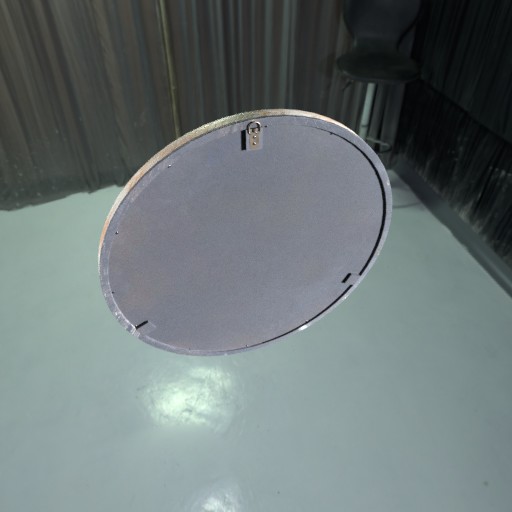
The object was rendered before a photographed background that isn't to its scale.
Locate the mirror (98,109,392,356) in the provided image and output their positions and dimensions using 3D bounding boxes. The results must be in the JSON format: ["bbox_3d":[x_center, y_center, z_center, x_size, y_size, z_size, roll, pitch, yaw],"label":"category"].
[{"bbox_3d":[0.000,0.000,1.061,0.710,0.710,0.038,-13,44,-14],"label":"mirror"}]
